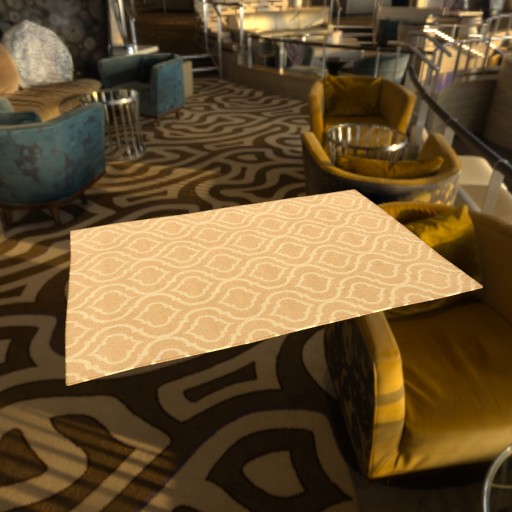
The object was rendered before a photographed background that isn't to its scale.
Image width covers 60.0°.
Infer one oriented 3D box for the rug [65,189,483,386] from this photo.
[{"bbox_3d":[0.000,0.000,2.190,1.761,0.013,1.152,-10,33,-16],"label":"rug"}]
